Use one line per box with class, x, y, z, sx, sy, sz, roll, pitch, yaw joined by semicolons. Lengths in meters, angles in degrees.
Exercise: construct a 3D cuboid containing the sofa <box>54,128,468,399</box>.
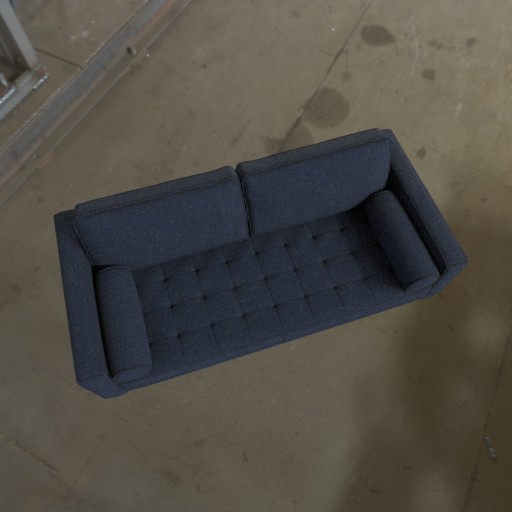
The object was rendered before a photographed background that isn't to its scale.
sofa;0.000;0.000;2.340;1.880;0.762;0.914;-16;65;-8
